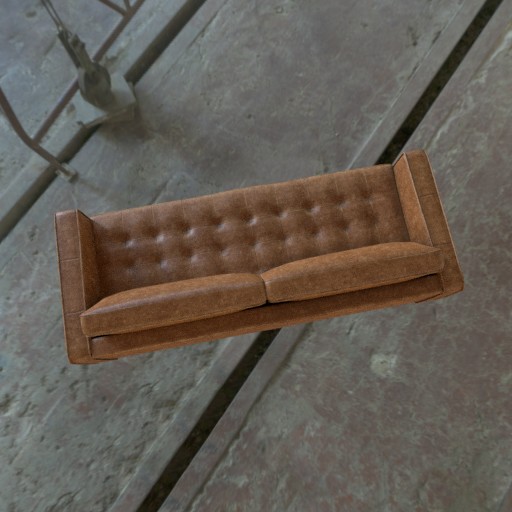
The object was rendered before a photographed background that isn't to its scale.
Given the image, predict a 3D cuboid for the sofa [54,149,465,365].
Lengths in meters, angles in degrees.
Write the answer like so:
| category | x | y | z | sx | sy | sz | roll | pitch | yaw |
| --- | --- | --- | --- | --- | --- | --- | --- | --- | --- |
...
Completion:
| category | x | y | z | sx | sy | sz | roll | pitch | yaw |
| --- | --- | --- | --- | --- | --- | --- | --- | --- | --- |
| sofa | 0.000 | 0.000 | 2.641 | 2.199 | 0.779 | 0.886 | -10 | 77 | -2 |
